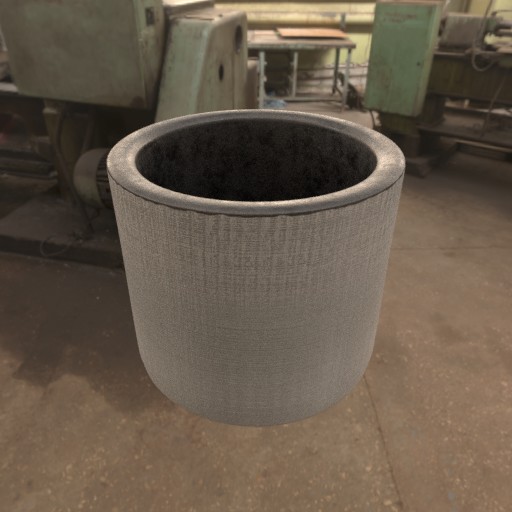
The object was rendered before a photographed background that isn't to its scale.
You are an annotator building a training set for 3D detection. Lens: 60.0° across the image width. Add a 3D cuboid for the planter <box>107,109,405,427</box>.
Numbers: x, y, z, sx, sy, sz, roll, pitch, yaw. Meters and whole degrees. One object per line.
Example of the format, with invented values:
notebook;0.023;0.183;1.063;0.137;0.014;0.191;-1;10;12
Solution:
planter;0.000;0.000;0.219;0.125;0.112;0.125;0;33;0
